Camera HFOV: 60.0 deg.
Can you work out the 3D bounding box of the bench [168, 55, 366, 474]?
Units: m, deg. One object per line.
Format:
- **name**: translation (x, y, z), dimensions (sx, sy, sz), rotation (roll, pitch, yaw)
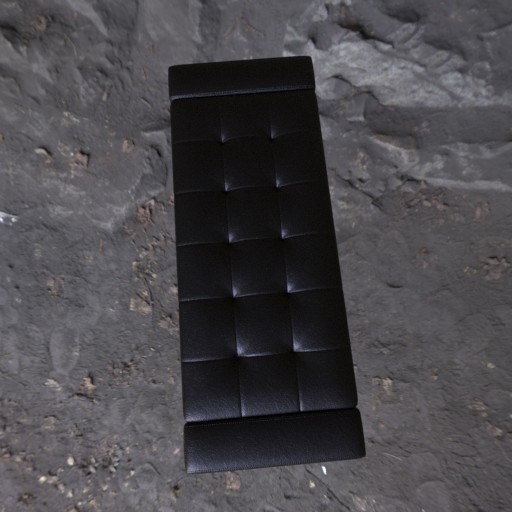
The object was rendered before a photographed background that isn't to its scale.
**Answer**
- **bench**: translation (0.000, 0.000, 1.560), dimensions (0.508, 0.445, 1.296), rotation (-5, 76, -1)
